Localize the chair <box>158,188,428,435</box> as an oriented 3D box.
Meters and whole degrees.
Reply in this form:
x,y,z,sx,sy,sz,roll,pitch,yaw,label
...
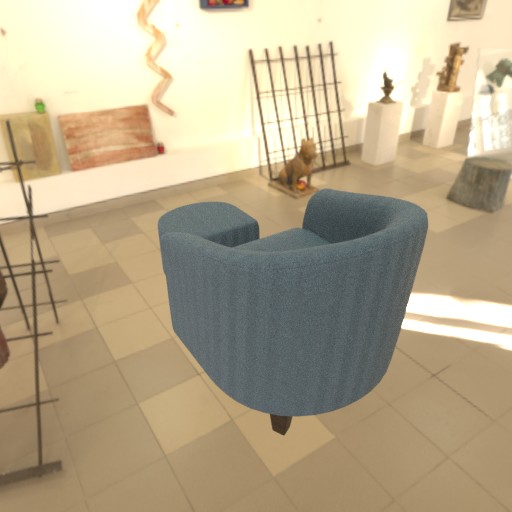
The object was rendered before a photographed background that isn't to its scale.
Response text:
x,y,z,sx,sy,sz,roll,pitch,yaw,label
0.000,0.000,1.769,0.756,0.757,1.288,-19,36,-28,chair
